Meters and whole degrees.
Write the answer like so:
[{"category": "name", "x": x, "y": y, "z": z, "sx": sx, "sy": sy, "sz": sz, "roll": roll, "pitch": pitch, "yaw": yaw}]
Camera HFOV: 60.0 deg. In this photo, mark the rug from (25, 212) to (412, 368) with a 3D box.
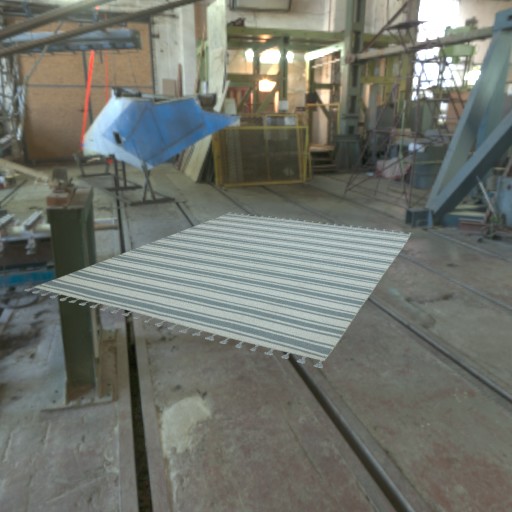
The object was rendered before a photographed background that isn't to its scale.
[{"category": "rug", "x": 0.000, "y": 0.000, "z": 4.272, "sx": 2.439, "sy": 0.005, "sz": 3.201, "roll": 9, "pitch": 20, "yaw": 26}]
